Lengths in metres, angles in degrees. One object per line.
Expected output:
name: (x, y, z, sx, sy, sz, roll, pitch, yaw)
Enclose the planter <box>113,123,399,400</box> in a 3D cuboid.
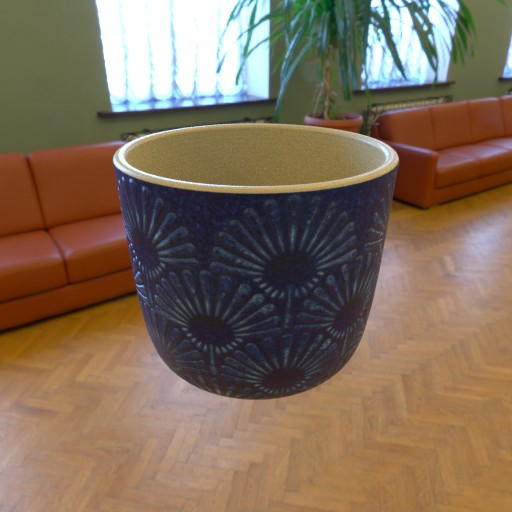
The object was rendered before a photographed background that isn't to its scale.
planter: (0.000, 0.000, 0.223, 0.124, 0.109, 0.124, 0, 26, 0)
